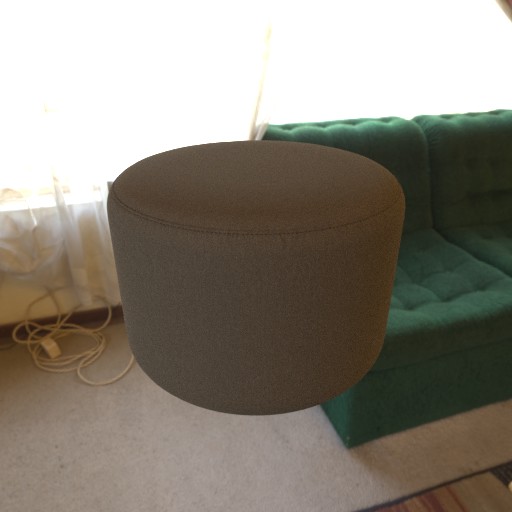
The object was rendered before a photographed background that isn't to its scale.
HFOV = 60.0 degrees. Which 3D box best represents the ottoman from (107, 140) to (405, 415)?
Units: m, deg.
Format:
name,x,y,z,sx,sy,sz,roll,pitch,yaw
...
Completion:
name,x,y,z,sx,sy,sz,roll,pitch,yaw
ottoman,0.000,0.000,1.008,0.608,0.433,0.608,0,27,0
